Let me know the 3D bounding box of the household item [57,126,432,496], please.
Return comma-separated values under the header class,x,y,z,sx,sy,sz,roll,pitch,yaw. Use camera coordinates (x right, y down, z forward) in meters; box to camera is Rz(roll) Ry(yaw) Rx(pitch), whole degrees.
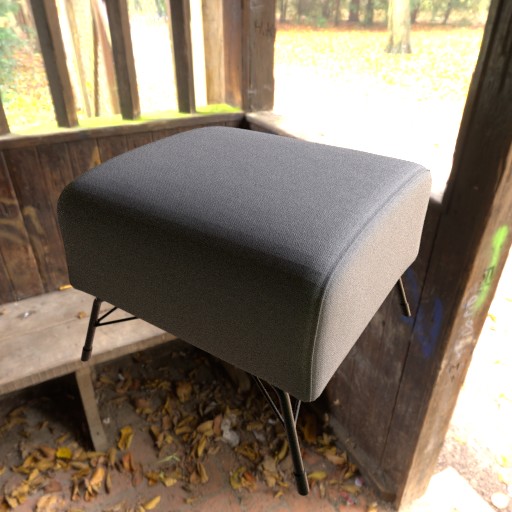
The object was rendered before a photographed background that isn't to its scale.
class,x,y,z,sx,sy,sz,roll,pitch,yaw
household item,0.000,0.000,0.876,0.530,0.410,0.530,19,36,28
